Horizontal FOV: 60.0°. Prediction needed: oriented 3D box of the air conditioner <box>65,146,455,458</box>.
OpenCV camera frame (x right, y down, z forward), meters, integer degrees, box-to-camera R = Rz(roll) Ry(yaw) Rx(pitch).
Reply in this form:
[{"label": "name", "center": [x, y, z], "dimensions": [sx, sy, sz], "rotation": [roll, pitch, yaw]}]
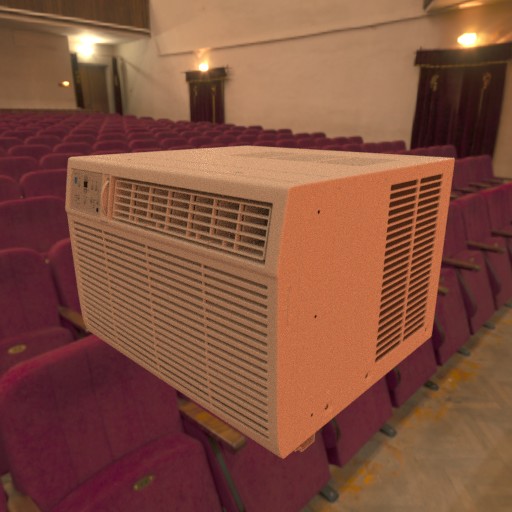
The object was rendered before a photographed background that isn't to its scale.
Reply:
[{"label": "air conditioner", "center": [0.000, 0.000, 1.045], "dimensions": [0.645, 0.455, 0.599], "rotation": [16, 23, 41]}]
